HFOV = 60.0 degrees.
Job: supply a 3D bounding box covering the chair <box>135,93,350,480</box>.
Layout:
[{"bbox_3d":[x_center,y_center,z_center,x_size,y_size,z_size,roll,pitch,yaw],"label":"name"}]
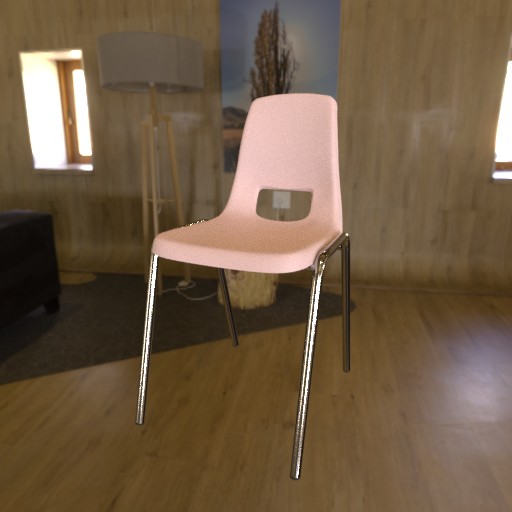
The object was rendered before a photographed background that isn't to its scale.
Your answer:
[{"bbox_3d":[0.000,0.000,0.978,0.381,0.704,0.436,7,17,25],"label":"chair"}]
